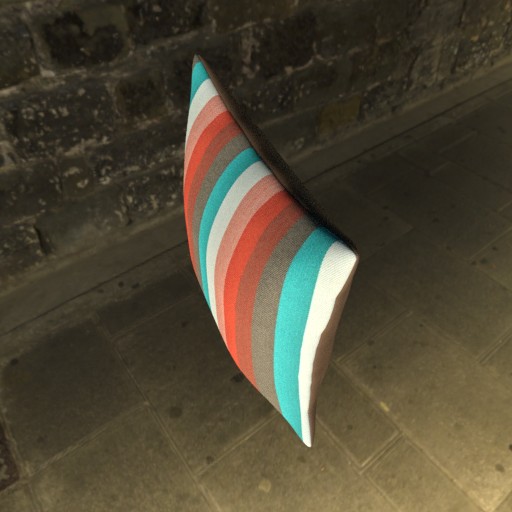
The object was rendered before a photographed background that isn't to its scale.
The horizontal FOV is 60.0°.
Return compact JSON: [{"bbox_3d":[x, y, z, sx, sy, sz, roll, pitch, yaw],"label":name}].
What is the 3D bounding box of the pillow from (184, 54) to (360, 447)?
[{"bbox_3d":[0.000,0.000,0.677,0.168,0.443,0.453,-17,49,-15],"label":"pillow"}]
